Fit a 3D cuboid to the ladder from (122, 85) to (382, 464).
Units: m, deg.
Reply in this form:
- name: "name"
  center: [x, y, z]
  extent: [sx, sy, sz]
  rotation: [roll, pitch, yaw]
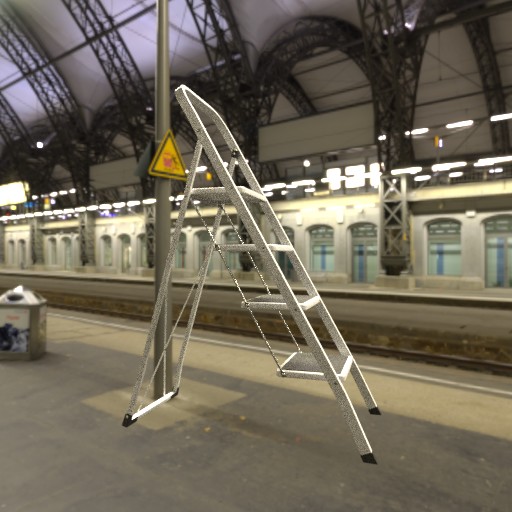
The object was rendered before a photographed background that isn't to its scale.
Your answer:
- name: "ladder"
  center: [0.000, 0.000, 1.697]
  extent: [0.914, 1.265, 0.460]
  rotation: [0, 0, 17]
